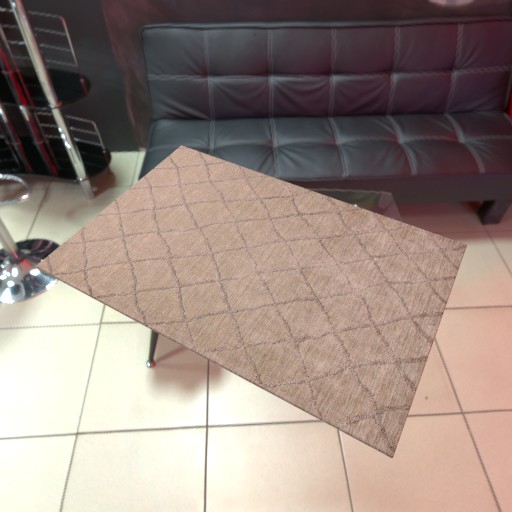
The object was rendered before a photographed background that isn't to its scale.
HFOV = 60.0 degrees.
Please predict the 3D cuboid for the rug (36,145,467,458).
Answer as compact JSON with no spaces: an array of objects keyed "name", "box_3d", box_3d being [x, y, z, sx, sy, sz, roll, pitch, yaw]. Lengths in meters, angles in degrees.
[{"name":"rug","box_3d":[0.000,0.000,2.810,2.280,0.015,1.521,23,51,20]}]
